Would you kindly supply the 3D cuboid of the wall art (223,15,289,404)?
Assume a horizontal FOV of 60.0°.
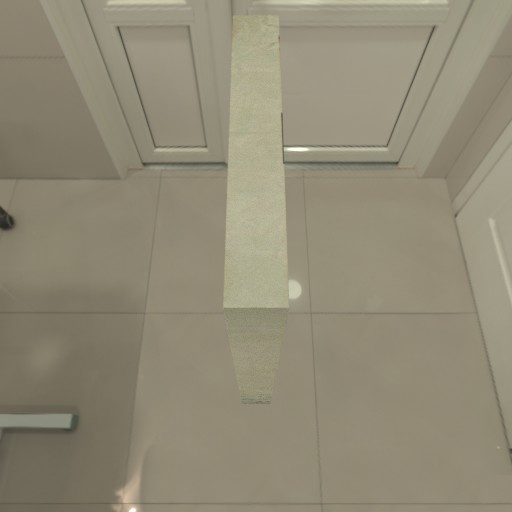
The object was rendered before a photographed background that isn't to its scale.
[{"bbox_3d":[0.000,0.000,0.479,0.038,0.381,0.254,0,64,0],"label":"wall art"}]
